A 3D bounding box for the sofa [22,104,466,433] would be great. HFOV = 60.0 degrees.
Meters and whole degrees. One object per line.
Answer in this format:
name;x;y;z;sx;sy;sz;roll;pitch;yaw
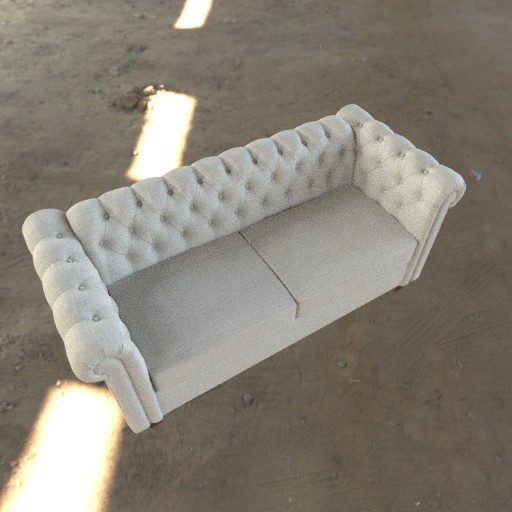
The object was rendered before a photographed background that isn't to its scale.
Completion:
sofa;0.000;0.000;2.151;1.798;0.797;0.783;-24;52;-20
